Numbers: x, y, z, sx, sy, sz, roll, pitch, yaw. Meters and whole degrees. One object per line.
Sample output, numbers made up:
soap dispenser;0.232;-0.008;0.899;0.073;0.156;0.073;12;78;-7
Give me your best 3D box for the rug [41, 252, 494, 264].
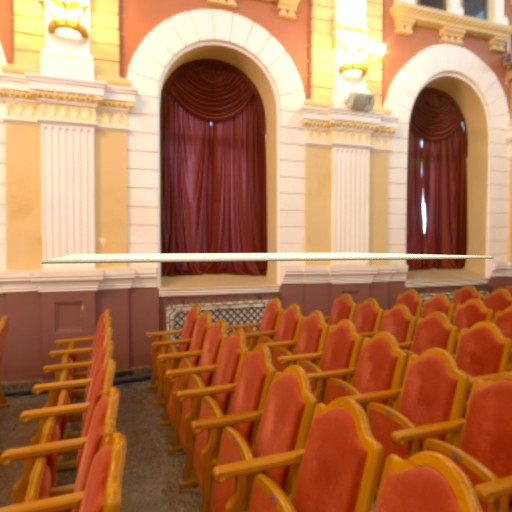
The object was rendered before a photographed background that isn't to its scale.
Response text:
rug;0.000;0.000;2.265;1.840;0.012;1.219;0;1;-19
